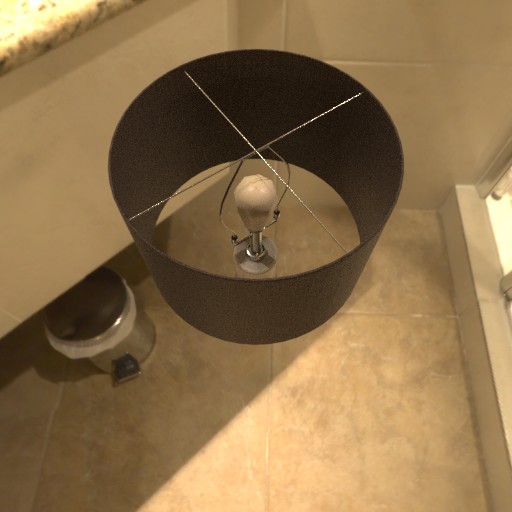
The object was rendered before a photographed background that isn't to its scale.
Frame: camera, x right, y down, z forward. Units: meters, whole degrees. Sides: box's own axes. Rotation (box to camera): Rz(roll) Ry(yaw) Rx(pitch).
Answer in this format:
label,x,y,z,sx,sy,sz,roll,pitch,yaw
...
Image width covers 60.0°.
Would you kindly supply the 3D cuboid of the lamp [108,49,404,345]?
label,x,y,z,sx,sy,sz,roll,pitch,yaw
lamp,0.000,0.000,0.674,0.303,0.488,0.303,0,63,0
